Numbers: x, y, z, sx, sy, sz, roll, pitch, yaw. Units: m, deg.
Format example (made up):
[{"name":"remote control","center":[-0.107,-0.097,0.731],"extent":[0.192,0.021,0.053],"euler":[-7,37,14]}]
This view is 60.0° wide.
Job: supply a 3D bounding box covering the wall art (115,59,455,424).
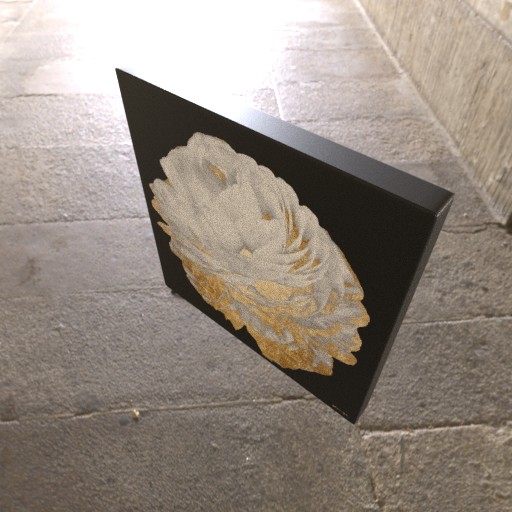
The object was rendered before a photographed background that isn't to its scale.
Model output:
[{"name":"wall art","center":[0.000,0.000,0.593],"extent":[0.406,0.407,0.041],"euler":[32,54,26]}]
